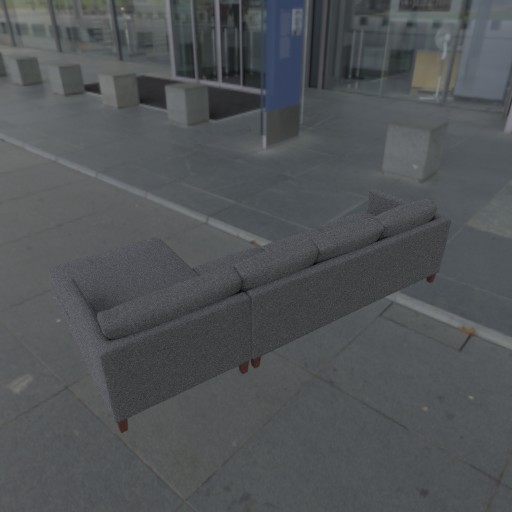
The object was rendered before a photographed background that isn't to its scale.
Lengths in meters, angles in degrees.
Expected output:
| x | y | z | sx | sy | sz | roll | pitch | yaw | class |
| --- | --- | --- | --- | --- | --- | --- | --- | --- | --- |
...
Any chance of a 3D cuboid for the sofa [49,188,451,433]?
| x | y | z | sx | sy | sz | roll | pitch | yaw | class |
| --- | --- | --- | --- | --- | --- | --- | --- | --- | --- |
| 0.000 | 0.000 | 3.923 | 3.186 | 0.846 | 1.625 | -19 | 35 | -29 | sofa |
